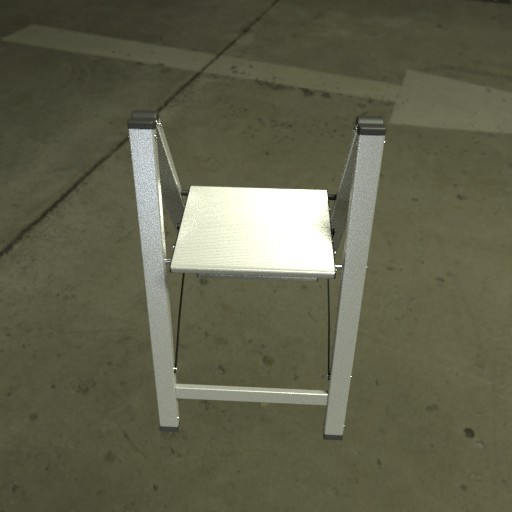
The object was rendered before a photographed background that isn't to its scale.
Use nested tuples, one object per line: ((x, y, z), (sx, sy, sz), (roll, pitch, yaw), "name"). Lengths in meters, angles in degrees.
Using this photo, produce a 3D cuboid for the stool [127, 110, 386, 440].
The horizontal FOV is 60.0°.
((0.000, 0.000, 0.993), (0.440, 0.670, 0.535), (2, 46, 2), "stool")
